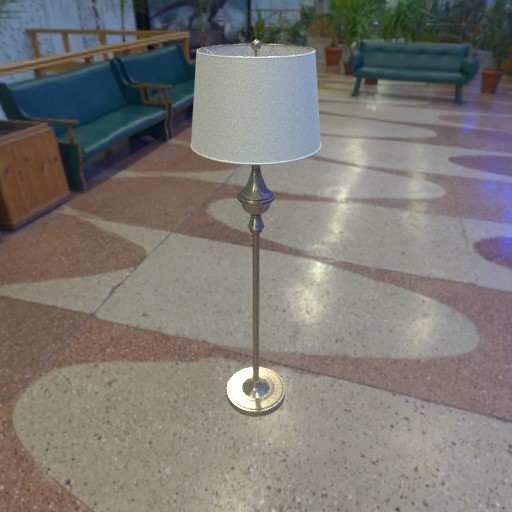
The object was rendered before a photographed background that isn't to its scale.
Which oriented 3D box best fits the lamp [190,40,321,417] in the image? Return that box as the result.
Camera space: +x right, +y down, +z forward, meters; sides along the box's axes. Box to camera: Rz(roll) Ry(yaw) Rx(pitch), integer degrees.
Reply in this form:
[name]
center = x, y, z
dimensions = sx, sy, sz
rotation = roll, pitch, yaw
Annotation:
[lamp]
center = 0.000, 0.000, 1.691
dimensions = 0.431, 1.488, 0.431
rotation = 0, 31, 0
